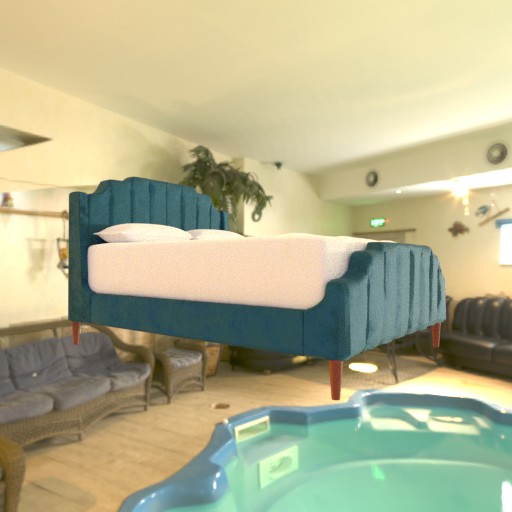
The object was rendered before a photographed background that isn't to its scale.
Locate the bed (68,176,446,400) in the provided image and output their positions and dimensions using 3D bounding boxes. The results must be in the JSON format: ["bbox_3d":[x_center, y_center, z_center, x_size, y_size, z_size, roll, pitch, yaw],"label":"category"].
[{"bbox_3d":[0.000,0.000,3.309,2.322,1.338,1.678,-1,-1,38],"label":"bed"}]
